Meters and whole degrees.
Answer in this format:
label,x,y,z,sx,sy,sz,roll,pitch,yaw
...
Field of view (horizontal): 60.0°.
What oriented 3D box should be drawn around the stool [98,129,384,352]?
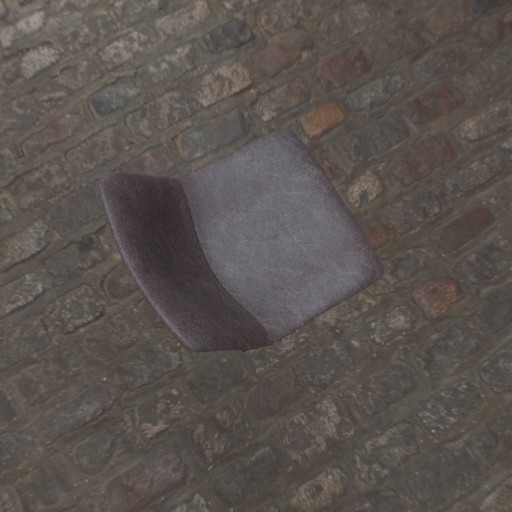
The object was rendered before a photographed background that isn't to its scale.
label,x,y,z,sx,sy,sz,roll,pitch,yaw
stool,0.000,0.000,1.380,0.561,1.082,0.514,-30,80,-6
